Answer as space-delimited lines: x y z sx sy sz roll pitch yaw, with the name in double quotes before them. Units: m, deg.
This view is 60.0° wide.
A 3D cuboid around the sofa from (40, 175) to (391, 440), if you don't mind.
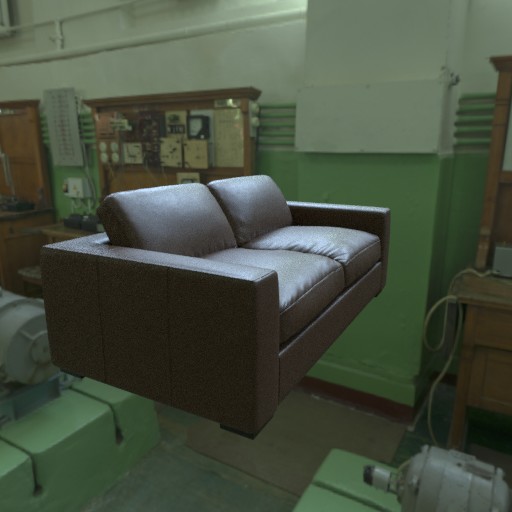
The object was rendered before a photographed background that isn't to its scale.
"sofa" 0.000 0.000 2.455 1.070 0.800 1.920 8 16 28
